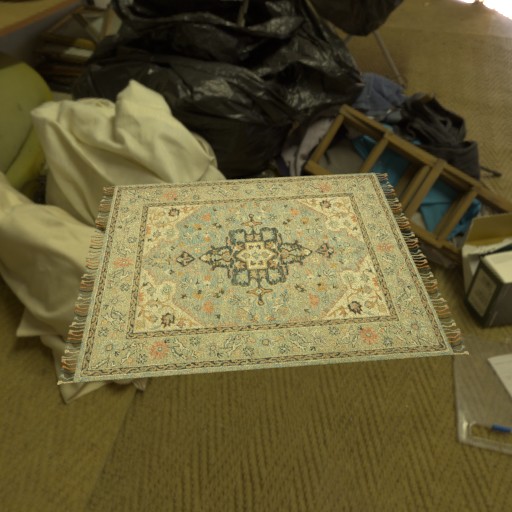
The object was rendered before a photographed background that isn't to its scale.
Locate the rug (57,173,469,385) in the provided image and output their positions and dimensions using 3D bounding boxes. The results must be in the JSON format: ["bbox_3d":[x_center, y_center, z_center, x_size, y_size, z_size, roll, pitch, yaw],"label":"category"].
[{"bbox_3d":[0.000,0.000,3.476,2.651,0.010,1.971,-3,47,-3],"label":"rug"}]
